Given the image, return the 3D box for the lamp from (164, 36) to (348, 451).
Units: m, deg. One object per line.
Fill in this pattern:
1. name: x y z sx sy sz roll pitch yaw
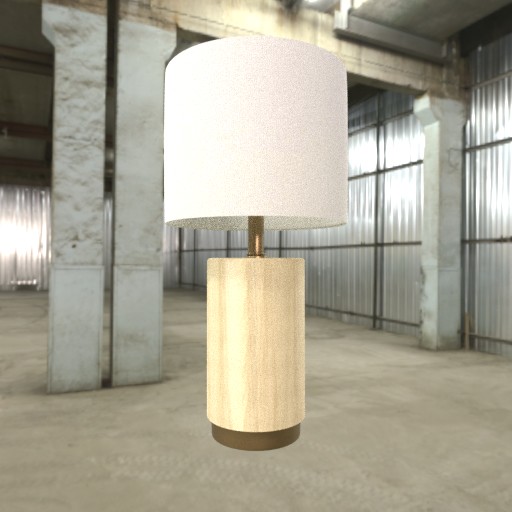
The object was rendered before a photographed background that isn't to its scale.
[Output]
1. lamp: 0.000 0.000 0.560 0.228 0.444 0.228 0 -1 2
